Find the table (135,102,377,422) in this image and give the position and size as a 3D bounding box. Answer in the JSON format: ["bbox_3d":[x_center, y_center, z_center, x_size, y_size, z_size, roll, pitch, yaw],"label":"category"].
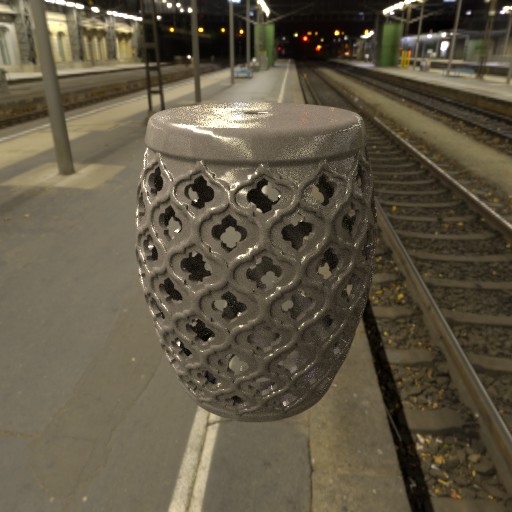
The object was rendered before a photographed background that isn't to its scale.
[{"bbox_3d":[0.000,0.000,0.627,0.325,0.388,0.325,0,25,0],"label":"table"}]
